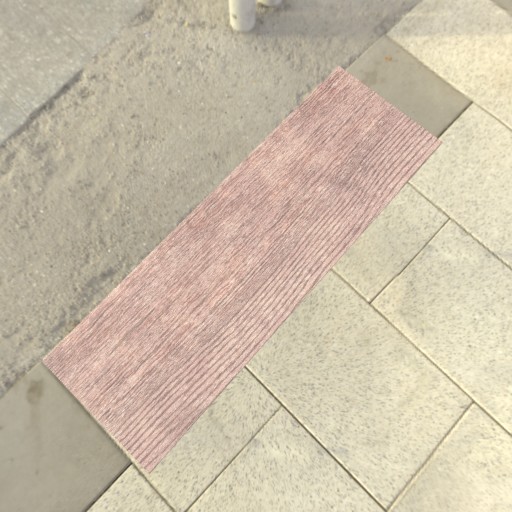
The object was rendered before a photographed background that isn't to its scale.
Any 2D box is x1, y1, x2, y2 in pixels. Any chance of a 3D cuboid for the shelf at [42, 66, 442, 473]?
[{"bbox_3d":[0.000,0.000,0.679,0.200,0.125,0.610,41,78,10],"label":"shelf"}]
